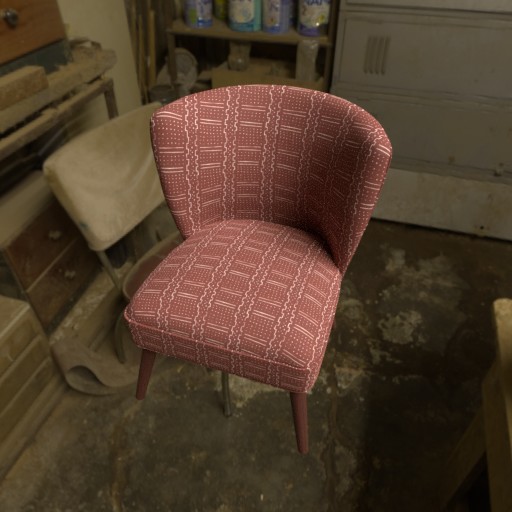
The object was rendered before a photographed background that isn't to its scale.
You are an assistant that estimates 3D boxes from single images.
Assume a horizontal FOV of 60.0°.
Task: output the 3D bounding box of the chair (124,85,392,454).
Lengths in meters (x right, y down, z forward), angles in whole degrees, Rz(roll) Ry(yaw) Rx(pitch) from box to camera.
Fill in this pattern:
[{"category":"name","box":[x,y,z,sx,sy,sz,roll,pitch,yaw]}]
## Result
[{"category":"chair","box":[0.000,0.000,1.446,0.706,0.866,0.758,12,42,14]}]
